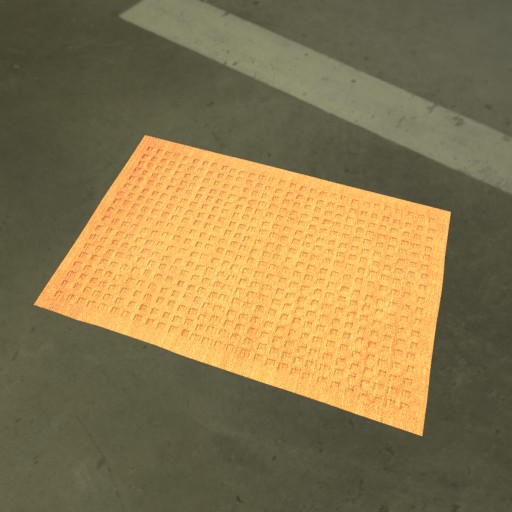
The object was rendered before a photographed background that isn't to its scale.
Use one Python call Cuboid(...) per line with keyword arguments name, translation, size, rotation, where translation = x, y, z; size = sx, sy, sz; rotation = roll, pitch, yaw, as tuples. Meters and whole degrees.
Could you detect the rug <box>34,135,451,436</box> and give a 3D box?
Cuboid(name="rug", translation=(0.000, 0.000, 2.149), size=(1.747, 0.006, 1.143), rotation=(16, 60, 9))
